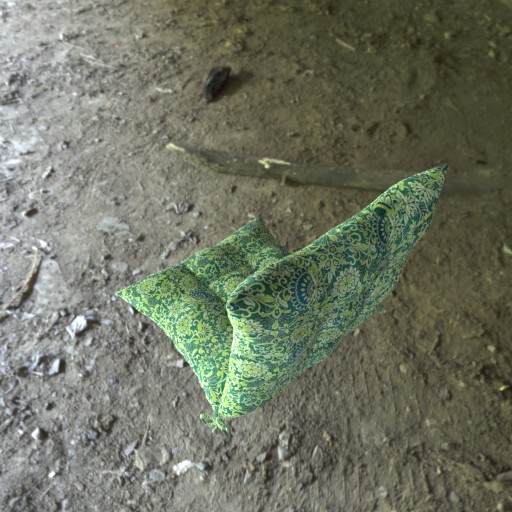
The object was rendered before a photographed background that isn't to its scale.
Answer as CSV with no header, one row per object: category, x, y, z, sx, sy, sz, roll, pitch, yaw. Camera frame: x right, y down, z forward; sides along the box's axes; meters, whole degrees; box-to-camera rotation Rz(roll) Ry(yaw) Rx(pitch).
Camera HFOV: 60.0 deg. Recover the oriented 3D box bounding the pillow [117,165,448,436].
pillow,0.000,0.000,1.008,0.541,0.536,0.585,-31,53,-26
